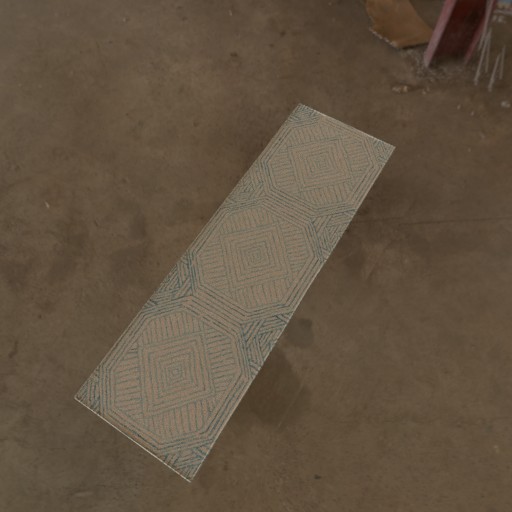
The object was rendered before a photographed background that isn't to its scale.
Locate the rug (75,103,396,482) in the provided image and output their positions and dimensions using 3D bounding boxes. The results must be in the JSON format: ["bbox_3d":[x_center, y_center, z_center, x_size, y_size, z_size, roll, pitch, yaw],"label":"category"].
[{"bbox_3d":[0.000,0.000,2.729,0.775,0.012,2.452,29,68,13],"label":"rug"}]
